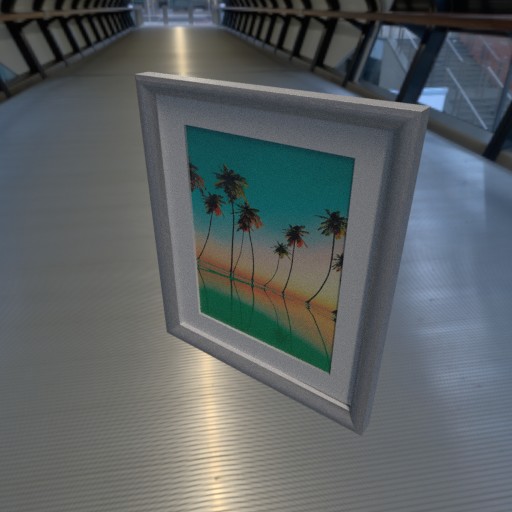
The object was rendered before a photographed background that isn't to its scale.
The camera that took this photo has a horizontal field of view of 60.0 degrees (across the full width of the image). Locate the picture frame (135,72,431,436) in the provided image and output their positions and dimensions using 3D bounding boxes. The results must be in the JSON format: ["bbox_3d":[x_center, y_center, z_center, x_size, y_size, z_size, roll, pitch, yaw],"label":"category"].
[{"bbox_3d":[0.000,0.000,0.525,0.327,0.378,0.027,20,36,30],"label":"picture frame"}]
